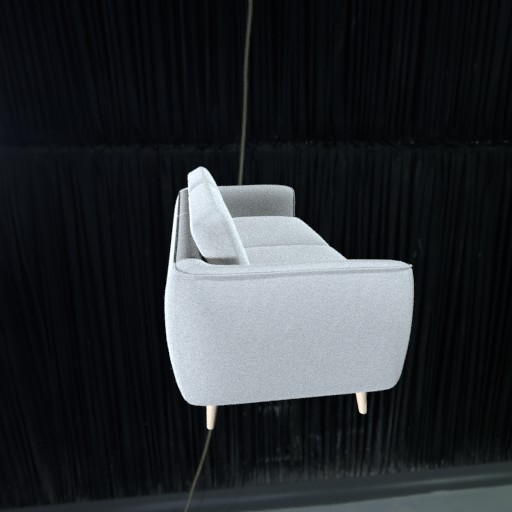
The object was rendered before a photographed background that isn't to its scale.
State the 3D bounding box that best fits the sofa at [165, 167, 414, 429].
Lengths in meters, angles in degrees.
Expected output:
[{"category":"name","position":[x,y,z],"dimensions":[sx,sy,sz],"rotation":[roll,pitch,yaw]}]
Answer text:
[{"category":"sofa","position":[0.000,0.000,2.450],"dimensions":[0.920,0.850,2.000],"rotation":[-3,17,-8]}]
